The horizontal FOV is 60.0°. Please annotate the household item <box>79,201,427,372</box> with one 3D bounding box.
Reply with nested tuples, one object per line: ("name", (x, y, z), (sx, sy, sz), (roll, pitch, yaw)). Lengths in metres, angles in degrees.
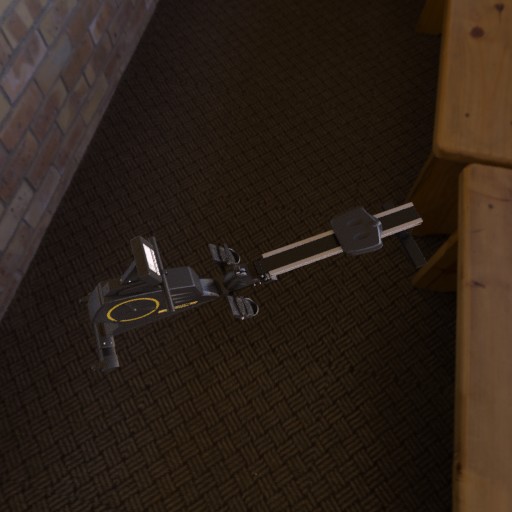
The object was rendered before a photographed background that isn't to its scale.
("household item", (0.000, 0.000, 2.603), (2.251, 0.810, 0.521), (-17, 65, -8))
